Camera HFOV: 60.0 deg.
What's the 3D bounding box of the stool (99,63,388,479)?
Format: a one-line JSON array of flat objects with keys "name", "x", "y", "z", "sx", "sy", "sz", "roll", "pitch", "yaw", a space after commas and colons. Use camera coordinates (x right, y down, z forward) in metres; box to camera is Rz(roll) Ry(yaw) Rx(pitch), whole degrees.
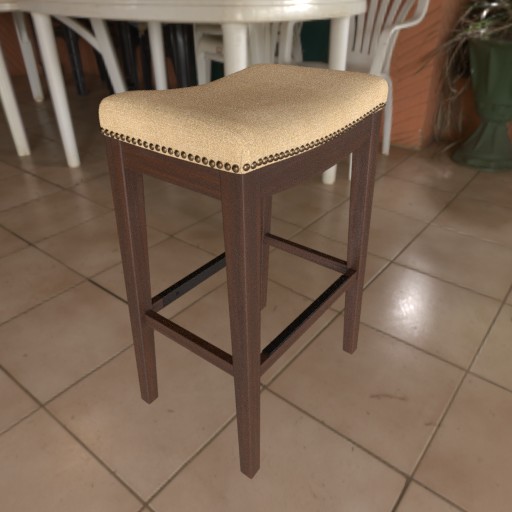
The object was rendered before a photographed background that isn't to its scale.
[{"name": "stool", "x": 0.000, "y": 0.000, "z": 1.029, "sx": 0.363, "sy": 0.768, "sz": 0.509, "roll": 22, "pitch": 38, "yaw": 31}]
